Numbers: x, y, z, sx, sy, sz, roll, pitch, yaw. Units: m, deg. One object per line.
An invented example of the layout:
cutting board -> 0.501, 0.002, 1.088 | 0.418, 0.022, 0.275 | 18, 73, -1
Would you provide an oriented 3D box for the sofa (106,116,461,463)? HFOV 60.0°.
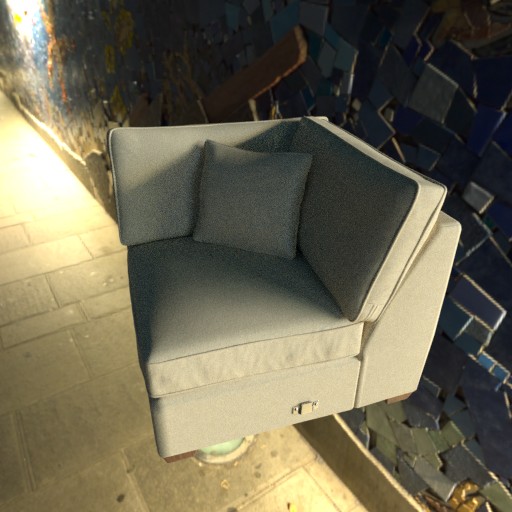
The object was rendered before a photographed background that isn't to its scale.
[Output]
sofa -> 0.000, 0.000, 1.888 | 1.084, 1.002, 1.146 | -9, 32, -15
